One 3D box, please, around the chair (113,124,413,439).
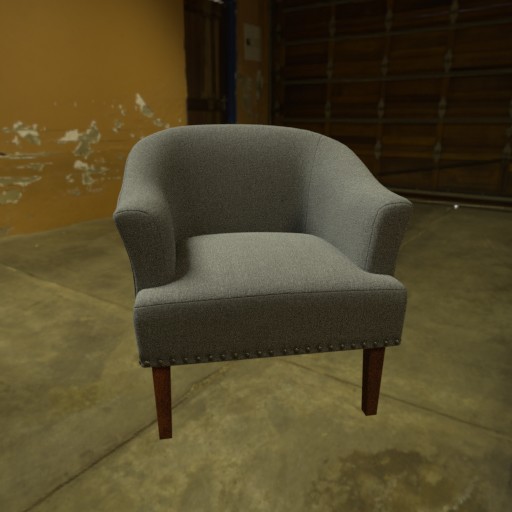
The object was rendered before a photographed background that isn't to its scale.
[{"bbox_3d":[0.000,0.000,1.416,0.798,0.815,0.704,-3,16,-10],"label":"chair"}]
